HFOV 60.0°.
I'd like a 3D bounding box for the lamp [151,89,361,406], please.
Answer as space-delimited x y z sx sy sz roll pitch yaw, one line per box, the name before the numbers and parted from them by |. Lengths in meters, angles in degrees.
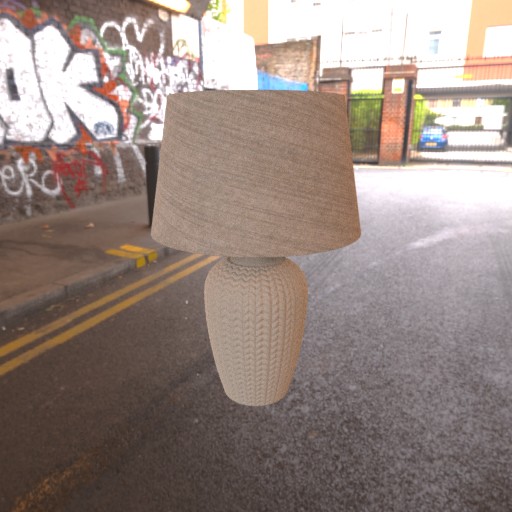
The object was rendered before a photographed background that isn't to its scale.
lamp | 0.000 0.000 0.857 0.390 0.580 0.390 0 16 0
